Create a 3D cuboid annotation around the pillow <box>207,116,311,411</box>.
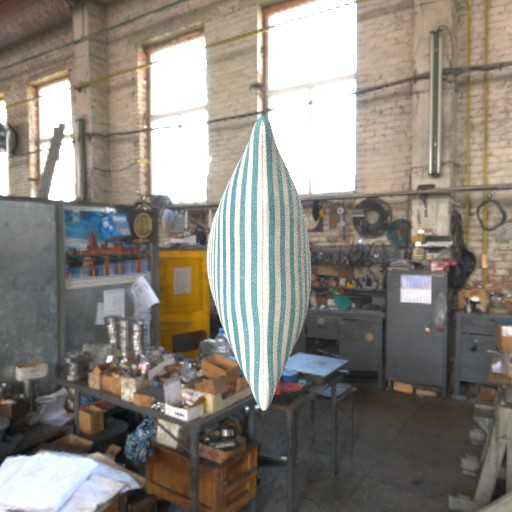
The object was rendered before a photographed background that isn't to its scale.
[{"bbox_3d":[0.000,0.000,0.741,0.151,0.295,0.617,0,2,-1],"label":"pillow"}]
